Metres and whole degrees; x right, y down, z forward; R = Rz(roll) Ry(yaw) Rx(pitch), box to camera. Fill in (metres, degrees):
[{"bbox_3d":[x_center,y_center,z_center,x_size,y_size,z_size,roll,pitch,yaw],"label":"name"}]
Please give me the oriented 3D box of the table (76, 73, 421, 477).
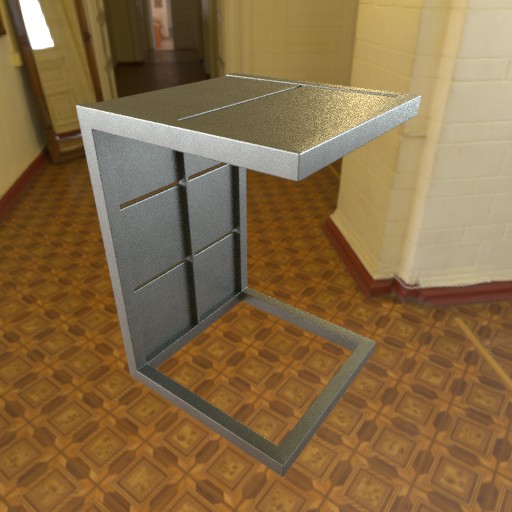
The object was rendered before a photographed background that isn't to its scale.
[{"bbox_3d":[0.000,0.000,0.898,0.420,0.609,0.405,21,37,31],"label":"table"}]
